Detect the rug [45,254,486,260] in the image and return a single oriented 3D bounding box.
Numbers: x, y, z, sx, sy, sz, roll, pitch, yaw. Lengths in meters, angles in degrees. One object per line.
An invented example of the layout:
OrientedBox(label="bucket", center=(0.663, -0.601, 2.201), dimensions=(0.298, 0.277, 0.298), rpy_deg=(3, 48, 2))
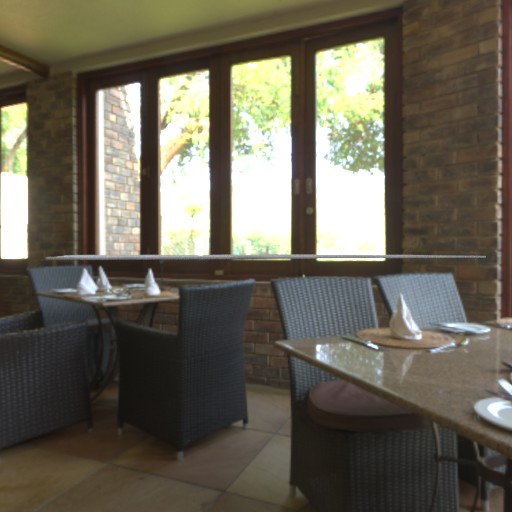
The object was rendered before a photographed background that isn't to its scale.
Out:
OrientedBox(label="rug", center=(0.000, 0.000, 3.053), dimensions=(2.460, 0.016, 1.545), rpy_deg=(0, 1, -18))
